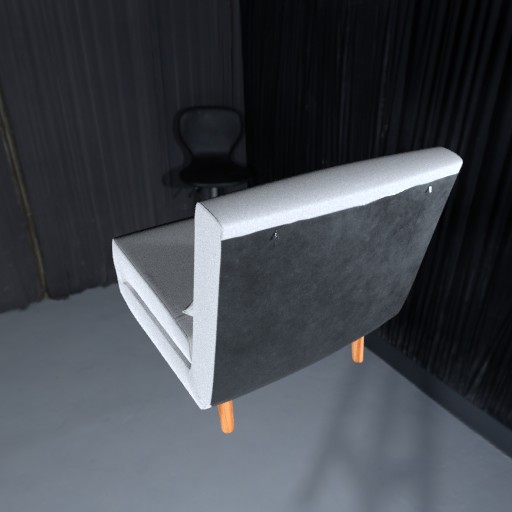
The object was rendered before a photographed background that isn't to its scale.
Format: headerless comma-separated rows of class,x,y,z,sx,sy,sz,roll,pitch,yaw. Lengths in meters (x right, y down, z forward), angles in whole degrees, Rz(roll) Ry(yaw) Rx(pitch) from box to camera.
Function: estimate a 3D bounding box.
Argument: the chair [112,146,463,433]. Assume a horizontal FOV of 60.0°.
chair,0.000,0.000,1.503,0.770,0.808,0.902,-18,33,-29
